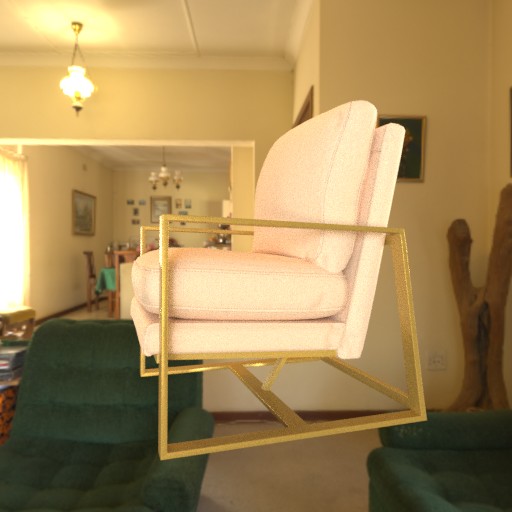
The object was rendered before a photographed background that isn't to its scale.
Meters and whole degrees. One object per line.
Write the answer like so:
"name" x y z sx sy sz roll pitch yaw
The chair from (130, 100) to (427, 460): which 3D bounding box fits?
"chair" 0.000 0.000 1.523 0.813 0.956 0.758 0 2 -18
